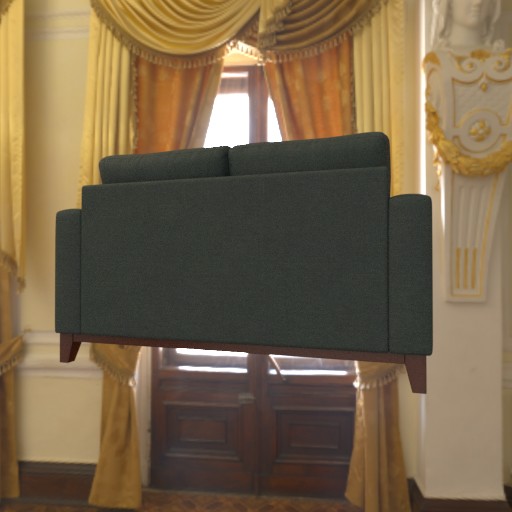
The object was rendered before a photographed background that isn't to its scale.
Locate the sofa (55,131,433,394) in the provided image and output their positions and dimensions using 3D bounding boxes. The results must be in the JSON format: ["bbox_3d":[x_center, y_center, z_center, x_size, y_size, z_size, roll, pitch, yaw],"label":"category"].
[{"bbox_3d":[0.000,0.000,2.085,1.489,0.903,0.955,0,-1,18],"label":"sofa"}]
